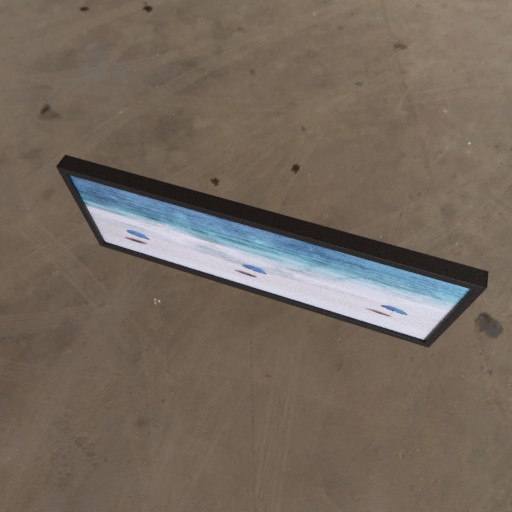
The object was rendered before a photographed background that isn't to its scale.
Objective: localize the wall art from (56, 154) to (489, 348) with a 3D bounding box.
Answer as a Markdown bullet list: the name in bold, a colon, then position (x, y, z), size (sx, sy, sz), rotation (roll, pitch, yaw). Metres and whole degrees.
- **wall art**: position (0.000, 0.000, 0.979), size (0.860, 0.303, 0.037), rotation (16, 60, 10)
